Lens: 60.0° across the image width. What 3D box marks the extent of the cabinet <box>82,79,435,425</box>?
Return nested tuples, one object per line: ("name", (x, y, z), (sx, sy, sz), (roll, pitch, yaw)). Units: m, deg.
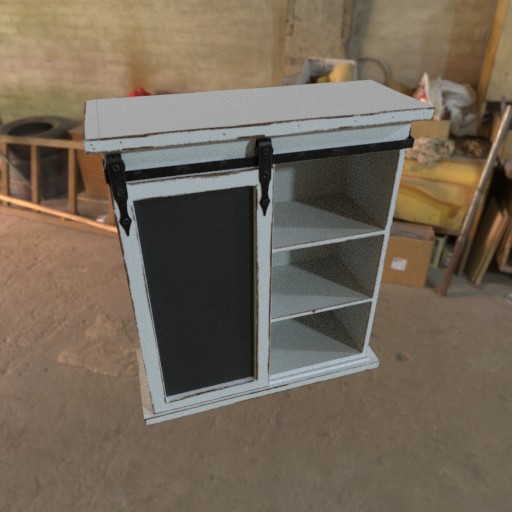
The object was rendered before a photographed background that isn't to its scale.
("cabinet", (0.000, 0.000, 0.897), (0.541, 0.603, 0.210), (-10, 35, -14))
